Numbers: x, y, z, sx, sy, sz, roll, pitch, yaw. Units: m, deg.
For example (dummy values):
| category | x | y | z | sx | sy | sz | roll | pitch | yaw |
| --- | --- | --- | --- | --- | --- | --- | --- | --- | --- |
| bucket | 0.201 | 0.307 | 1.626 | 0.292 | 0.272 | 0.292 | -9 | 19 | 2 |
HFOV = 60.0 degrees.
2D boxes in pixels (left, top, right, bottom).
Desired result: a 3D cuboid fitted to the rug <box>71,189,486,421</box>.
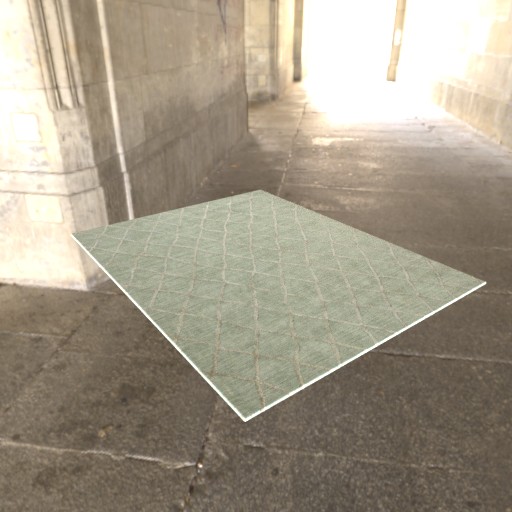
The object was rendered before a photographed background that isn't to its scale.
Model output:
| category | x | y | z | sx | sy | sz | roll | pitch | yaw |
| --- | --- | --- | --- | --- | --- | --- | --- | --- | --- |
| rug | 0.000 | 0.000 | 4.053 | 2.420 | 0.019 | 3.039 | -18 | 32 | -32 |
